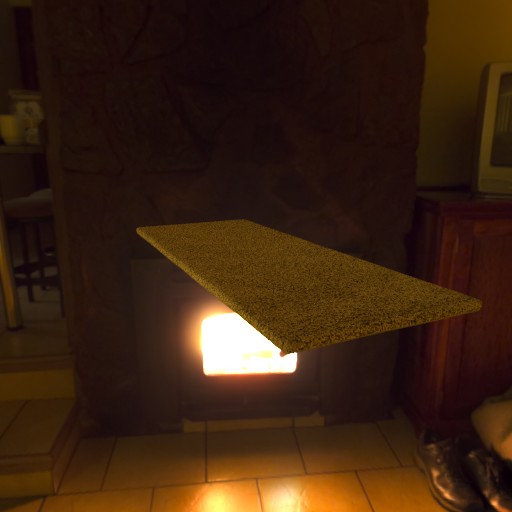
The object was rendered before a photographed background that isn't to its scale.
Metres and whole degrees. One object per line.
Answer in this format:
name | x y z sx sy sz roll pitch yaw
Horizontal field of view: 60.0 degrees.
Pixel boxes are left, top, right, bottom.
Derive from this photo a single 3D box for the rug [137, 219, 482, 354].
rug | 0.000 0.000 1.715 0.609 0.030 1.524 -7 15 -25
